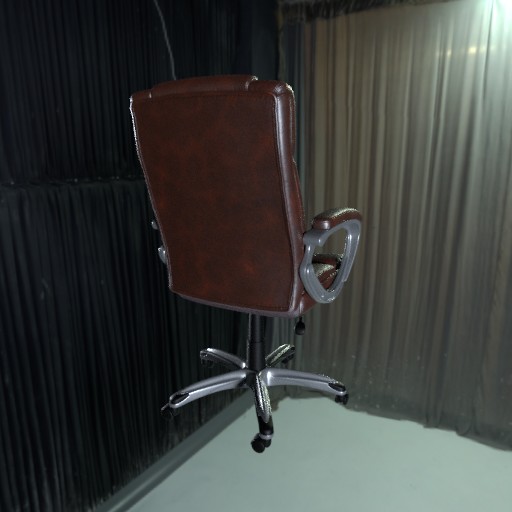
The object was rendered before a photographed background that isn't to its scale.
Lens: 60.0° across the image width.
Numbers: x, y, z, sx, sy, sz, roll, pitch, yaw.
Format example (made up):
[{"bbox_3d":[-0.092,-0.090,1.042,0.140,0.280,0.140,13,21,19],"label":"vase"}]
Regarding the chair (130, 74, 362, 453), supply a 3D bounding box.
[{"bbox_3d":[0.000,0.000,1.590,0.656,1.128,0.692,7,15,28],"label":"chair"}]
